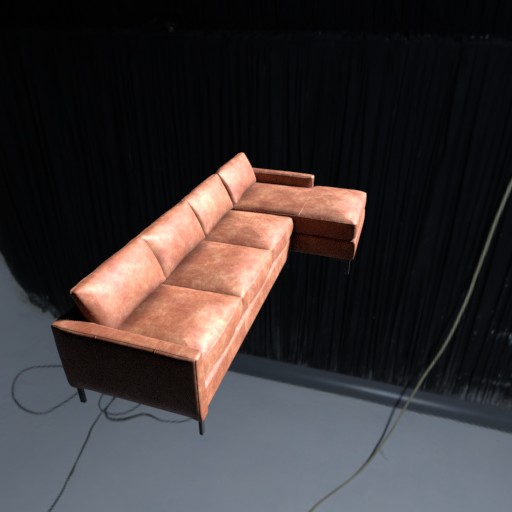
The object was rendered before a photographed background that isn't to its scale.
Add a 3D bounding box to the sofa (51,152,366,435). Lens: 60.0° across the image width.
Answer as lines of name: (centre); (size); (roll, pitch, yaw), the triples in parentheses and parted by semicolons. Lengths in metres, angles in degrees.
sofa: (0.000, 0.000, 3.612); (1.471, 0.859, 2.993); (9, 31, 16)
